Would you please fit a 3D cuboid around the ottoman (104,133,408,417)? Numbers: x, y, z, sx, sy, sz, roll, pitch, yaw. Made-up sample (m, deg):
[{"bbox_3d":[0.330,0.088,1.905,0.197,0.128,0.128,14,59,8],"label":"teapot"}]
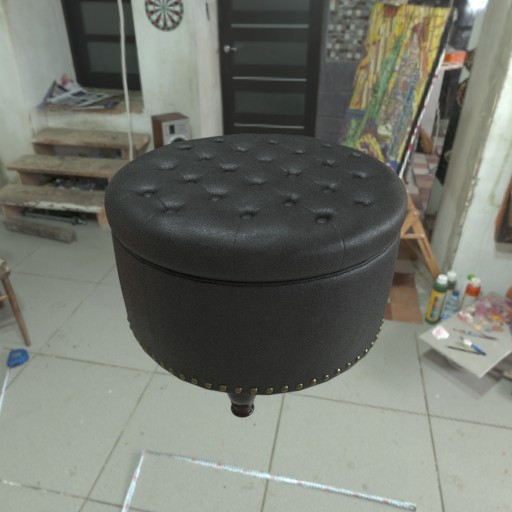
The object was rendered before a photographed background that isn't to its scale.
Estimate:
[{"bbox_3d":[0.000,0.000,1.061,0.637,0.442,0.637,0,31,0],"label":"ottoman"}]
